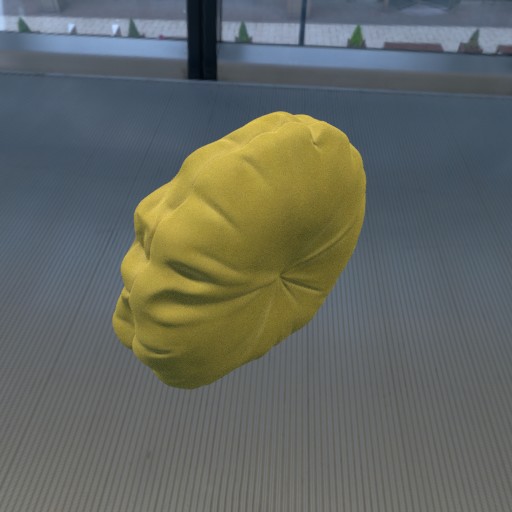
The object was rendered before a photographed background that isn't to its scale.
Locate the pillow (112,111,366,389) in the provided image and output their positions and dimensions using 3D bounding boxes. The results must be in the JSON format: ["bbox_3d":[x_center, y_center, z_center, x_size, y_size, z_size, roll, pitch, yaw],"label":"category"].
[{"bbox_3d":[0.000,0.000,0.638,0.428,0.407,0.148,-33,54,-27],"label":"pillow"}]
